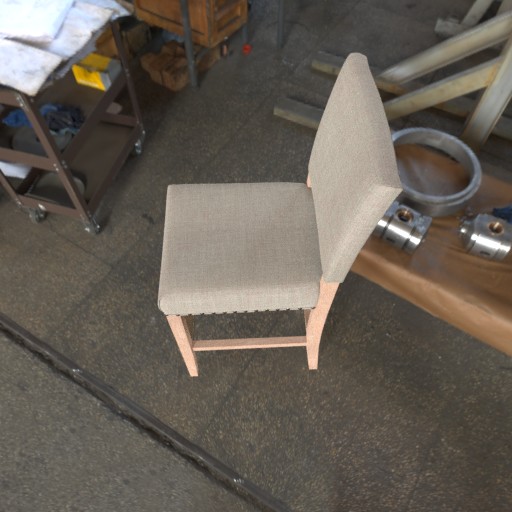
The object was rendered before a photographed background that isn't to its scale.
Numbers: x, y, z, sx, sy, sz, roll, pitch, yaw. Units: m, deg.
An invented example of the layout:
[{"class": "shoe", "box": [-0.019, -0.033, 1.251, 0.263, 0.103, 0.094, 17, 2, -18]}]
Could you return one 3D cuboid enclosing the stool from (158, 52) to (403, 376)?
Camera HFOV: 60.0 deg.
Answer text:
[{"class": "stool", "box": [0.000, 0.000, 1.465, 0.585, 1.173, 0.445, -2, 58, -1]}]
